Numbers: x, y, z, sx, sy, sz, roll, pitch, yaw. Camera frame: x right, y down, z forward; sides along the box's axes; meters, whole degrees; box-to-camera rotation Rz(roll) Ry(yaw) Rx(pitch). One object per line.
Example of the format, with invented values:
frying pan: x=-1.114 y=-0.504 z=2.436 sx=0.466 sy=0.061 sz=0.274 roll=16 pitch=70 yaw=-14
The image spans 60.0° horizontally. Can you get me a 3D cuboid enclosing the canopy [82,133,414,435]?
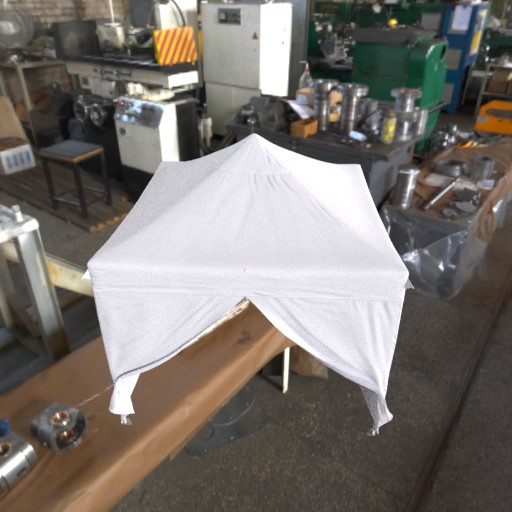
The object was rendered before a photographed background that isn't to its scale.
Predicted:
canopy: x=0.000 y=0.000 z=5.501 sx=3.043 sy=2.997 sz=3.121 roll=2 pitch=30 yaw=3
